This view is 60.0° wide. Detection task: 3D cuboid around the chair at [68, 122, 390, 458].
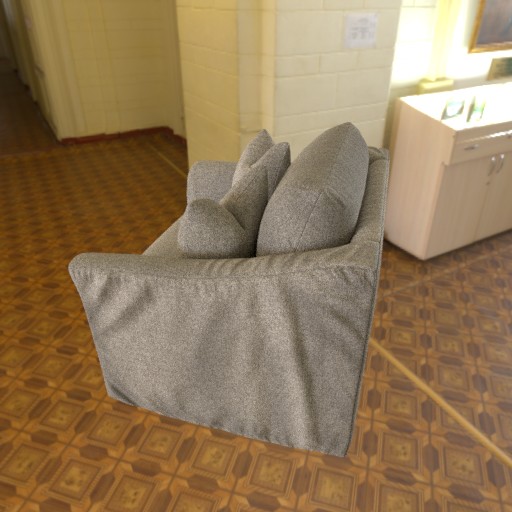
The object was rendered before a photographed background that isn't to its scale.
[{"bbox_3d":[0.000,0.000,2.022,1.071,1.059,1.194,8,32,14],"label":"chair"}]
